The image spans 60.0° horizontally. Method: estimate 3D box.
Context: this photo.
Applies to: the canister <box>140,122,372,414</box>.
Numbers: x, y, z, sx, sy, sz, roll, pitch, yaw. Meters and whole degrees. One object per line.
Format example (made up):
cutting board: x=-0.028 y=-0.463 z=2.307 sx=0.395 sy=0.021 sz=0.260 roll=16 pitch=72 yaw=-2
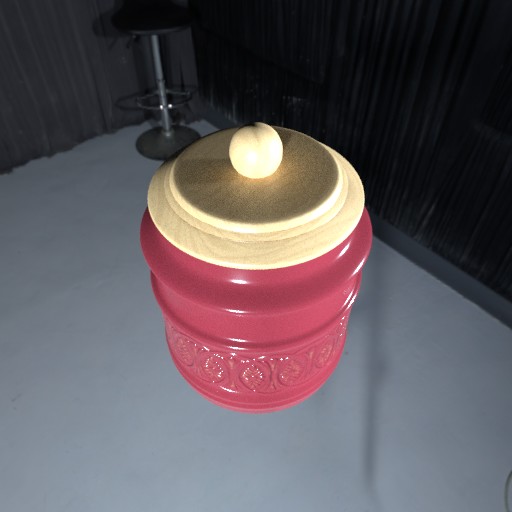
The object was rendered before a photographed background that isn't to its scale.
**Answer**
canister: x=0.000 y=0.000 z=0.272 sx=0.130 sy=0.176 sz=0.130 roll=0 pitch=47 yaw=0
